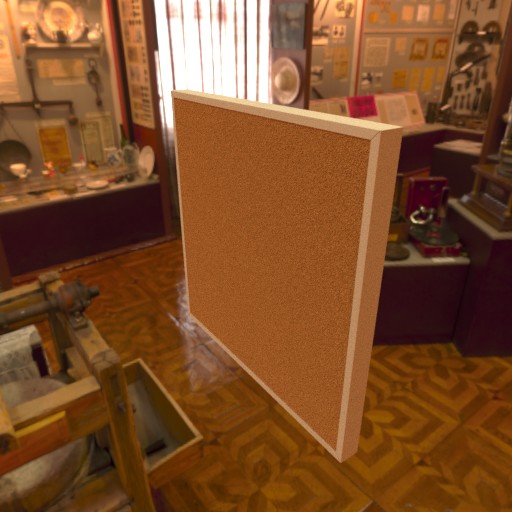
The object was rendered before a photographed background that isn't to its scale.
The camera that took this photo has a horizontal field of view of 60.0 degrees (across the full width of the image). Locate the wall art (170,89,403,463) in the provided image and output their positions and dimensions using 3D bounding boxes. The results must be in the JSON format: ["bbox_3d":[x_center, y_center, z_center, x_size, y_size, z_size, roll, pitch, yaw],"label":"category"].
[{"bbox_3d":[0.000,0.000,0.775,0.037,0.508,0.508,-17,31,-31],"label":"wall art"}]
